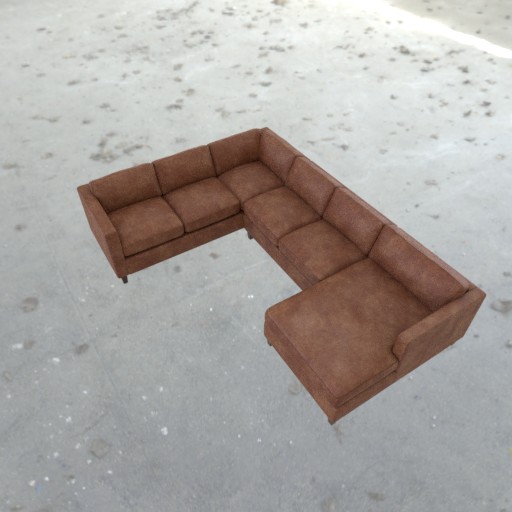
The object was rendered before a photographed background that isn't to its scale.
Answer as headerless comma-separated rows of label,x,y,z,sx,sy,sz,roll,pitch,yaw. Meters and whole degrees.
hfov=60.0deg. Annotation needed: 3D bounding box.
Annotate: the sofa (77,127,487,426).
sofa,0.000,0.000,4.405,2.452,0.888,3.324,-24,49,-22
